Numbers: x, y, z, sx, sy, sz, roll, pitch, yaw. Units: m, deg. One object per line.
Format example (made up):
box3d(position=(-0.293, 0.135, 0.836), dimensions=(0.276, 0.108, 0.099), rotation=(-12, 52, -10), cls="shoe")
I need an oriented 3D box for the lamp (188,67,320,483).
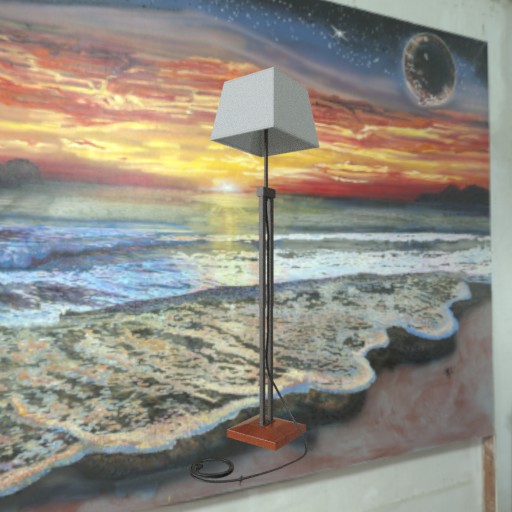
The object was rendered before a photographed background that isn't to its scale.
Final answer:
box3d(position=(0.000, 0.000, 1.984), dimensions=(0.472, 1.712, 0.745), rotation=(-1, -1, 36), cls="lamp")
